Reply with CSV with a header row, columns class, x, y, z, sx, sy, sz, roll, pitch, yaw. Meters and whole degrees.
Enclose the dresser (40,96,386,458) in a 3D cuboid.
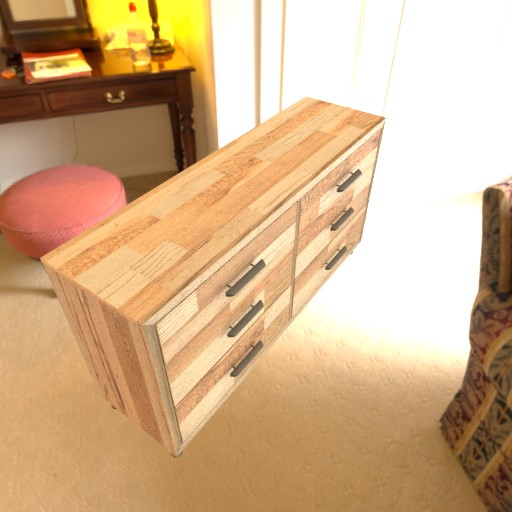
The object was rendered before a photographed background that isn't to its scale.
class,x,y,z,sx,sy,sz,roll,pitch,yaw
dresser,0.000,0.000,1.973,0.487,0.834,1.547,26,47,26
